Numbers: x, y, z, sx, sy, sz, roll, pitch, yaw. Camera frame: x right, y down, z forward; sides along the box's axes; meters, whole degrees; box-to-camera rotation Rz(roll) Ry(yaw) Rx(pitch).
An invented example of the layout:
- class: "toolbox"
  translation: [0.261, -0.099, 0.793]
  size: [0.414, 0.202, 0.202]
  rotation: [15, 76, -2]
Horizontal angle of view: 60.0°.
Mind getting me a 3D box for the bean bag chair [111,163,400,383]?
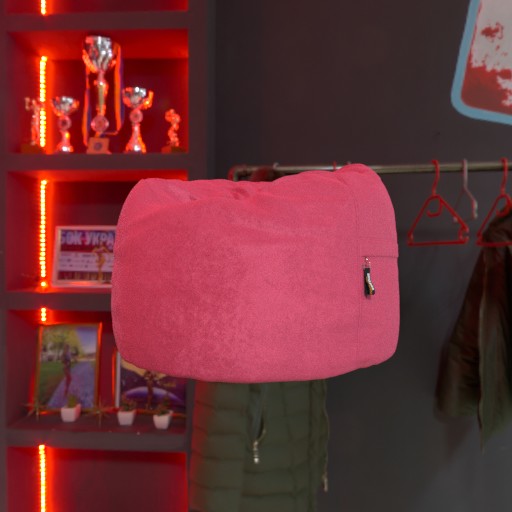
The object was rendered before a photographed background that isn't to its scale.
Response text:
- class: "bean bag chair"
  translation: [0.000, 0.000, 1.950]
  size: [1.218, 0.788, 1.218]
  rotation: [0, 1, 0]
